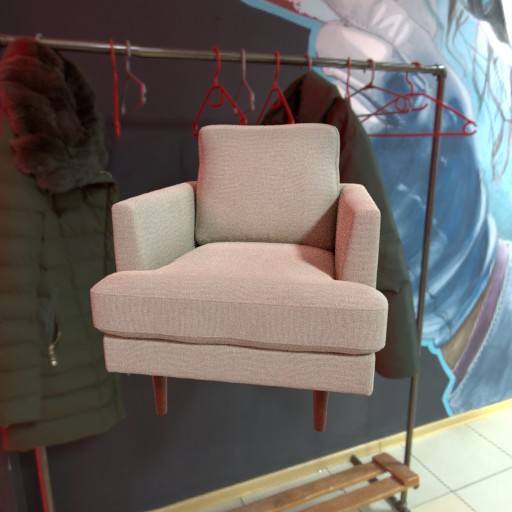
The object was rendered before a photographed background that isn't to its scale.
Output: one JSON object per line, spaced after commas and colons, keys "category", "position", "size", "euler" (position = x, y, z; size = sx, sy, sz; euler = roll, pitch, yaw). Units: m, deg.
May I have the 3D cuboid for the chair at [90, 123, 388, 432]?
{"category": "chair", "position": [0.000, 0.000, 1.635], "size": [0.858, 0.957, 0.899], "euler": [2, 15, 9]}
